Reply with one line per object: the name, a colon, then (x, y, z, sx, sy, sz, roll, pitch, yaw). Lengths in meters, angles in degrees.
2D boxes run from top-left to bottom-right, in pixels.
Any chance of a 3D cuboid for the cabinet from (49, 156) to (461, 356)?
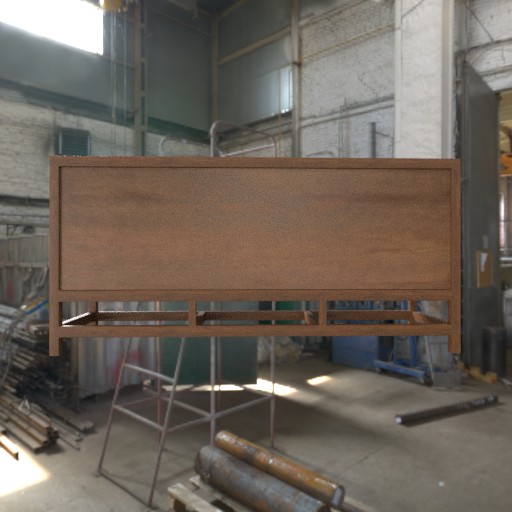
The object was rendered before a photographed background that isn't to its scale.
cabinet: (0.000, 0.000, 2.100, 1.708, 0.820, 0.522, 0, 0, -2)
